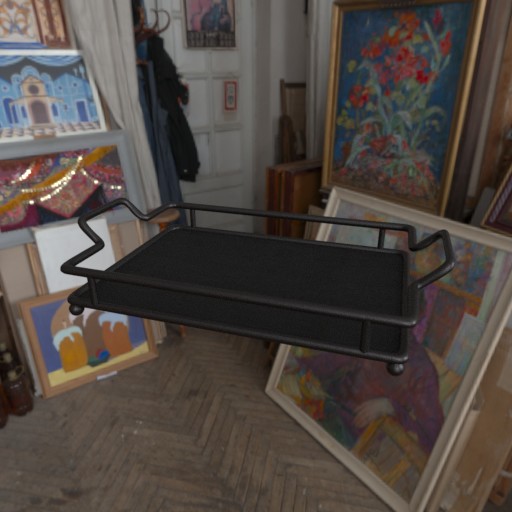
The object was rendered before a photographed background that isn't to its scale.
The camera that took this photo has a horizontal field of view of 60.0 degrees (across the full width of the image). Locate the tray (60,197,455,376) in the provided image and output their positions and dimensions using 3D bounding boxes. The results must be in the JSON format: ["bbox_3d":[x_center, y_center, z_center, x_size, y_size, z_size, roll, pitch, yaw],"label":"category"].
[{"bbox_3d":[0.000,0.000,0.619,0.495,0.101,0.297,7,25,16],"label":"tray"}]
